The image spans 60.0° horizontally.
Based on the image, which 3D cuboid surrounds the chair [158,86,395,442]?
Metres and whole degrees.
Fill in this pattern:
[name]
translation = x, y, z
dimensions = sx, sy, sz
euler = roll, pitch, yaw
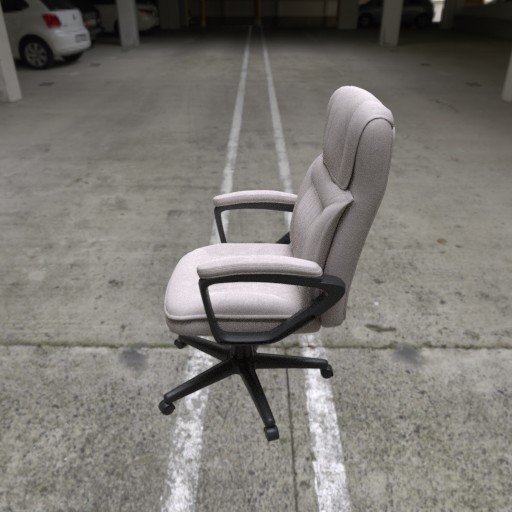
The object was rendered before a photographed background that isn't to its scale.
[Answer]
[chair]
translation = 0.000, 0.000, 1.556
dimensions = 0.724, 1.105, 0.667
euler = 0, 27, 0
